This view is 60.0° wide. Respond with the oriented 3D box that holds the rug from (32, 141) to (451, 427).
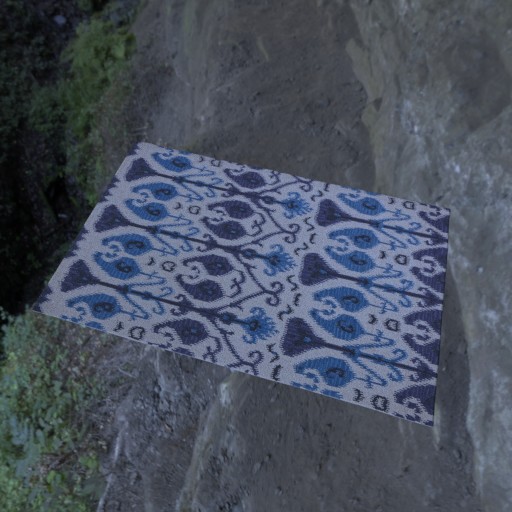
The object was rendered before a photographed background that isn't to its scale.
[{"bbox_3d":[0.000,0.000,2.048,1.698,0.013,1.072,14,59,9],"label":"rug"}]
